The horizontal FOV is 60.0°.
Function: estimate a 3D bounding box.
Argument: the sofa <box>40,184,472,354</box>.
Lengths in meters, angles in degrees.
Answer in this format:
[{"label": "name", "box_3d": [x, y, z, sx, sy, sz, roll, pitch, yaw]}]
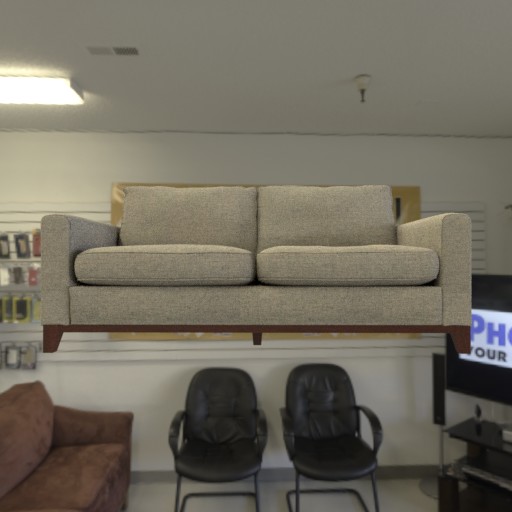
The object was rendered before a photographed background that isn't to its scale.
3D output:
[{"label": "sofa", "box_3d": [0.000, 0.000, 2.445, 1.978, 0.892, 0.969, 0, -1, 1]}]
